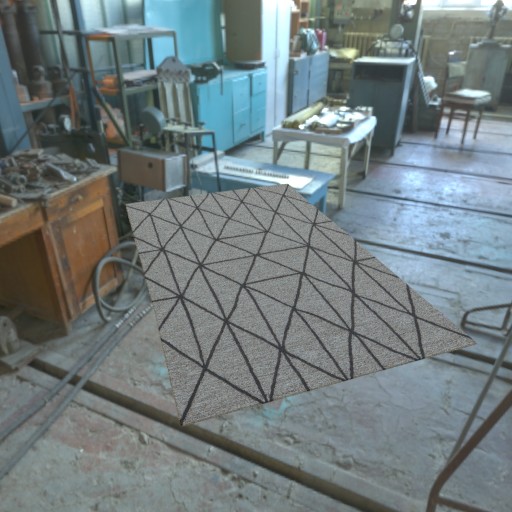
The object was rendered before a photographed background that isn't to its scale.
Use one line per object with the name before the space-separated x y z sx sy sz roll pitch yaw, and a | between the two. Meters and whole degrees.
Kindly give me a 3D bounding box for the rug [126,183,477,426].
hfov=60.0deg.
rug | 0.000 0.000 3.051 1.526 0.008 2.465 -10 31 -17
